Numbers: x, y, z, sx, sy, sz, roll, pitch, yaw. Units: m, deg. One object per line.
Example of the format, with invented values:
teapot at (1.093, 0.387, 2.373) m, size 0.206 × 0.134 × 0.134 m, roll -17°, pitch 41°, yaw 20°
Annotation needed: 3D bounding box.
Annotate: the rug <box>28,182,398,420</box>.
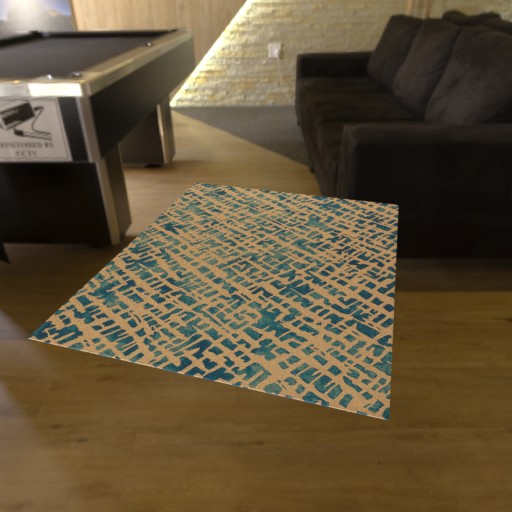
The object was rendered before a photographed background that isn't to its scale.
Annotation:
rug at (0.000, 0.000, 4.008) m, size 2.435 × 0.007 × 3.007 m, roll 9°, pitch 32°, yaw 14°
